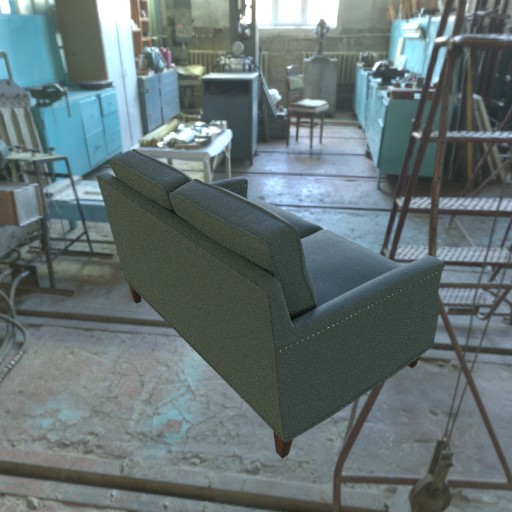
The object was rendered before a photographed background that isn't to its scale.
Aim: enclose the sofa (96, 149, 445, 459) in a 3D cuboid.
[{"bbox_3d":[0.000,0.000,2.339,1.084,1.003,1.597,-20,34,-33],"label":"sofa"}]
